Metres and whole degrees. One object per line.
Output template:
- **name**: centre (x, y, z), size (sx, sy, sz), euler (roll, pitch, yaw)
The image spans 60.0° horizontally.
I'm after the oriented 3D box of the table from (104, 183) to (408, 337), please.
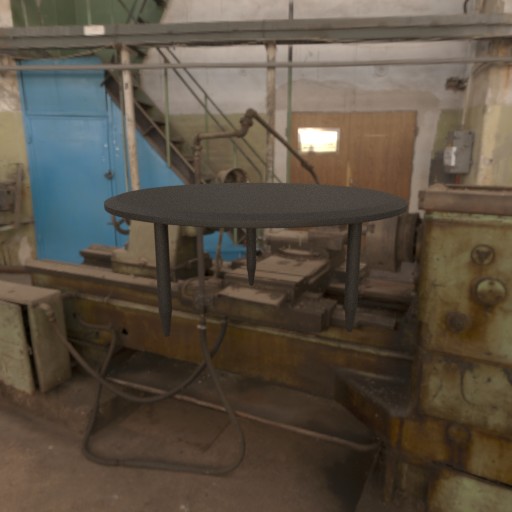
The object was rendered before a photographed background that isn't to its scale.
- **table**: centre (0.000, 0.000, 1.428), size (0.900, 0.400, 0.900), euler (0, 14, 0)
